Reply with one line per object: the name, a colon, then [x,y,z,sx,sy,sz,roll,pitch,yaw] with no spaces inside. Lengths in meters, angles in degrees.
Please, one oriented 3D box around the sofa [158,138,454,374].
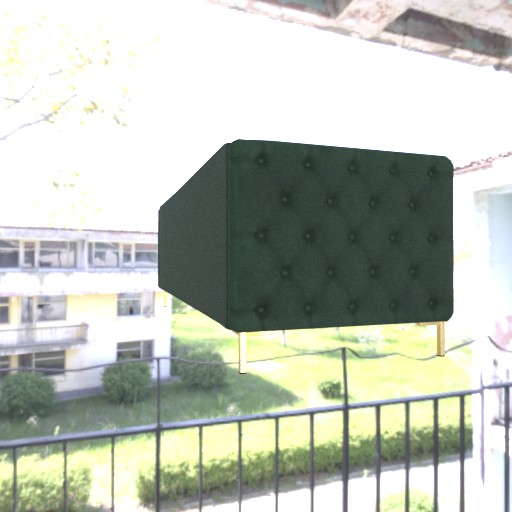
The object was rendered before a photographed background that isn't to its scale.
sofa: [0.000,0.000,2.559,0.895,0.771,2.209,0,0,-18]
